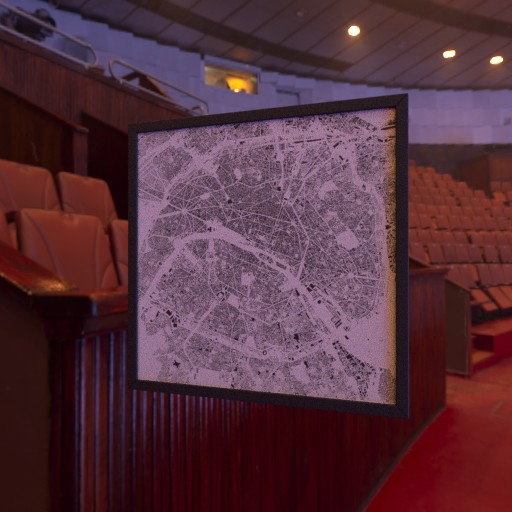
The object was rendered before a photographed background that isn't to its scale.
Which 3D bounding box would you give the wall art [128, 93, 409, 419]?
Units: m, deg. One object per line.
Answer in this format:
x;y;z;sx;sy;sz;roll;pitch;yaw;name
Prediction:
0.000;0.000;1.172;0.763;0.763;0.037;0;0;18;wall art
